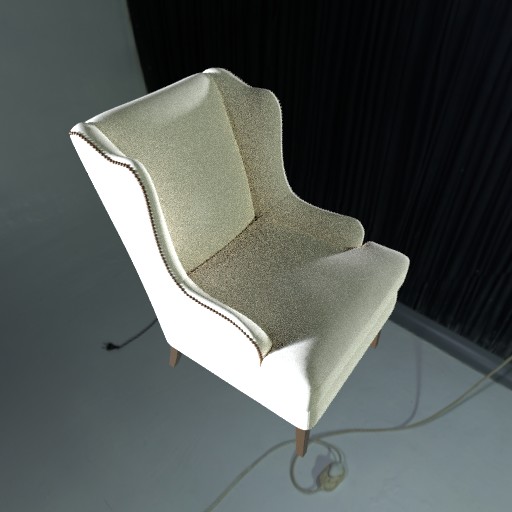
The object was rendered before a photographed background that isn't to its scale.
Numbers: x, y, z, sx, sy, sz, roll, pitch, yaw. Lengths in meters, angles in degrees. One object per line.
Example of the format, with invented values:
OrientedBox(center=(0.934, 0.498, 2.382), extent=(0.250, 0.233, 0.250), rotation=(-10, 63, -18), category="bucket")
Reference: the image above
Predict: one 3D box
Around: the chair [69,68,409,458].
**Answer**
OrientedBox(center=(0.000, 0.000, 1.633), extent=(0.940, 1.029, 0.737), rotation=(26, 48, 27), category="chair")
